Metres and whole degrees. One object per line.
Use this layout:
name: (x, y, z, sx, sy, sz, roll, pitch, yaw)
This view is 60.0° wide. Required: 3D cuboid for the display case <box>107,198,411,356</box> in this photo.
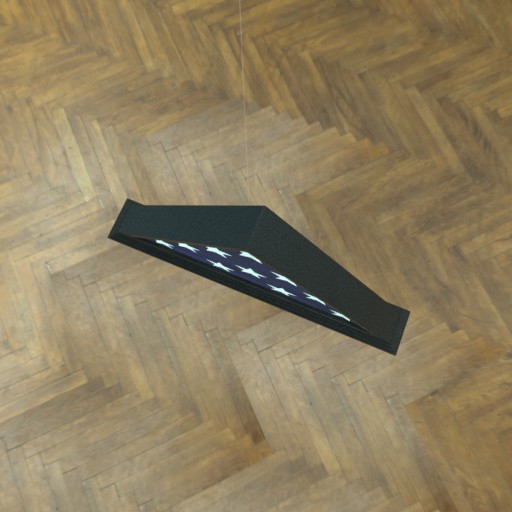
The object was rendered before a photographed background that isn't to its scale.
display case: (0.000, 0.000, 0.757, 0.640, 0.340, 0.095, 22, 78, 5)
